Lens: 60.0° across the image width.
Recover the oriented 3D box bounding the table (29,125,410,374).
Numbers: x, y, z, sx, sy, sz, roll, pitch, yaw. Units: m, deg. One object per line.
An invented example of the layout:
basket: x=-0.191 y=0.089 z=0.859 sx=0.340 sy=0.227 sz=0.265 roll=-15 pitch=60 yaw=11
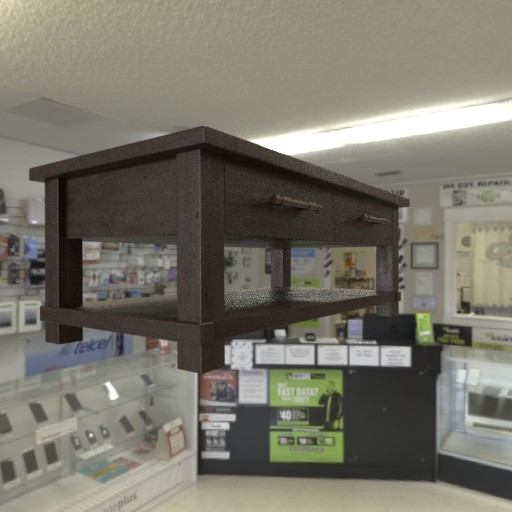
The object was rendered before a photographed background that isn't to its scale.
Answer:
table: x=0.000 y=0.000 z=1.569 sx=0.700 sy=0.494 sz=1.270 roll=0 pitch=-1 yaw=36
